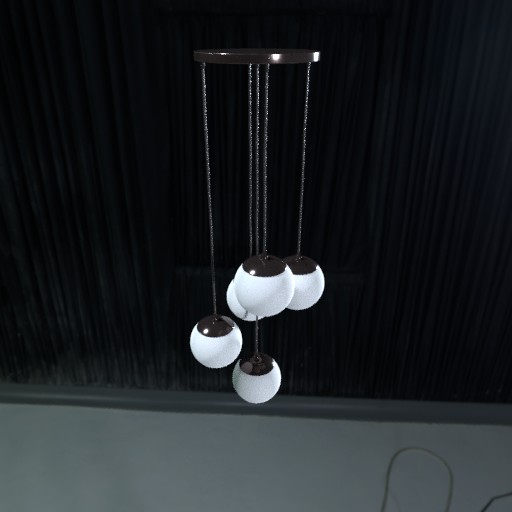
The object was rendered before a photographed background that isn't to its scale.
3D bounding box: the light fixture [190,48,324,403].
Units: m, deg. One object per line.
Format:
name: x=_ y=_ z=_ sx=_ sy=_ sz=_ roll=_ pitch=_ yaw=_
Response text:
light fixture: x=0.000 y=0.000 z=1.511 sx=0.484 sy=1.271 sz=0.489 roll=0 pitch=27 yaw=1
